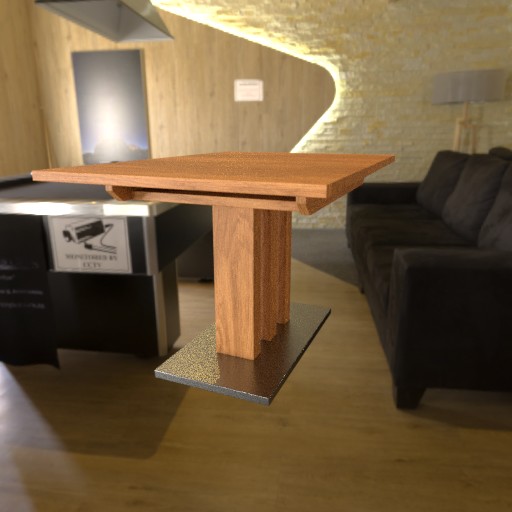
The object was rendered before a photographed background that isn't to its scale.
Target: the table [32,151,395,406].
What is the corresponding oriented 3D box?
[{"bbox_3d":[0.000,0.000,1.831,0.900,0.770,1.300,7,17,22],"label":"table"}]
